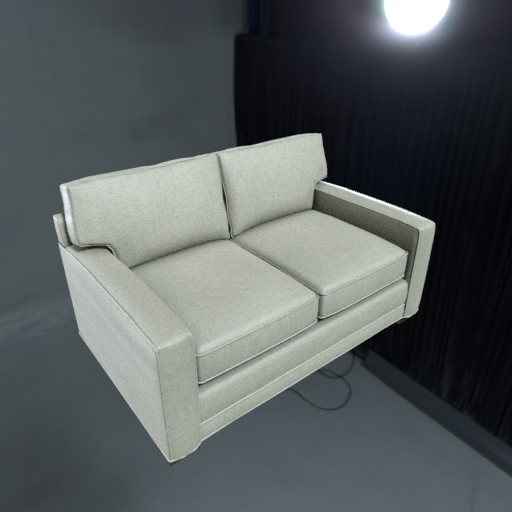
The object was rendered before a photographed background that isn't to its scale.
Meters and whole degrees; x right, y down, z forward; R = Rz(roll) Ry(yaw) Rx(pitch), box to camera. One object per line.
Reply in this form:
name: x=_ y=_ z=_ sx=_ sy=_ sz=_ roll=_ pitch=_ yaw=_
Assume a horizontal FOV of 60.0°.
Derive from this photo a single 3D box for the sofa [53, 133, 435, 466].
sofa: x=0.000 y=0.000 z=2.078 sx=1.484 sy=0.853 sz=0.940 roll=-21 pitch=35 yaw=-33
